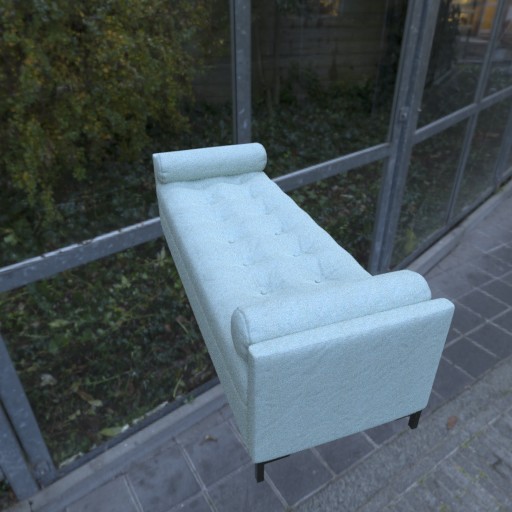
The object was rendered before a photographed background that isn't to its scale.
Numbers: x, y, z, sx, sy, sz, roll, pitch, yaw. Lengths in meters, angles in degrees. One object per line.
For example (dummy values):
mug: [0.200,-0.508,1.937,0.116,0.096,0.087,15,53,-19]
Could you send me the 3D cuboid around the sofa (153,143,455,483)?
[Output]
sofa: [0.000,0.000,2.448,0.796,0.705,2.102,-11,33,-17]
